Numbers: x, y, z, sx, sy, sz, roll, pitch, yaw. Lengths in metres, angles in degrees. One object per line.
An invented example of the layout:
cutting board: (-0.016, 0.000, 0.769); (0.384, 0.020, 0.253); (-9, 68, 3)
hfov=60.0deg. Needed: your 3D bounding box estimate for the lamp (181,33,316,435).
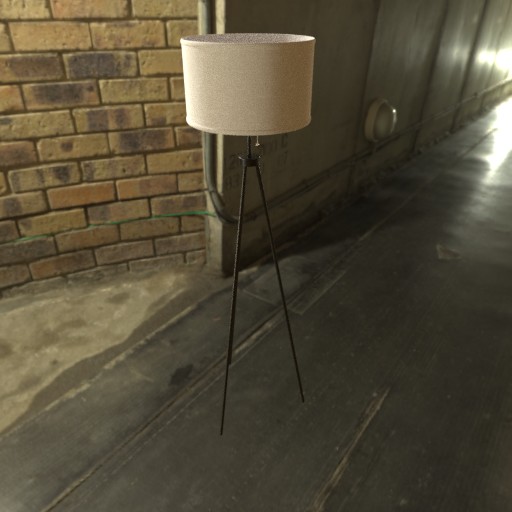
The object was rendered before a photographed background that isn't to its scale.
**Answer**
lamp: (0.000, 0.000, 1.744); (0.458, 1.545, 0.448); (-1, 30, -1)
